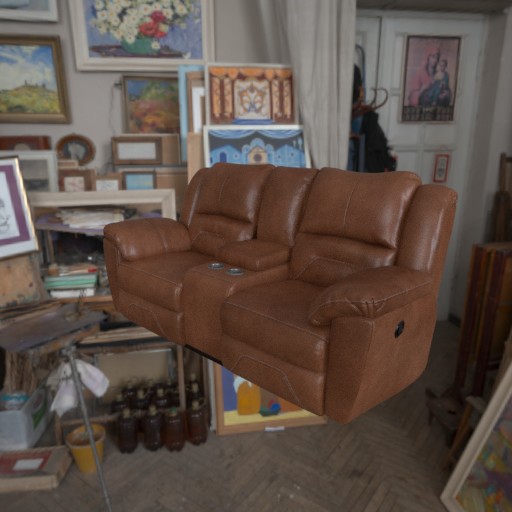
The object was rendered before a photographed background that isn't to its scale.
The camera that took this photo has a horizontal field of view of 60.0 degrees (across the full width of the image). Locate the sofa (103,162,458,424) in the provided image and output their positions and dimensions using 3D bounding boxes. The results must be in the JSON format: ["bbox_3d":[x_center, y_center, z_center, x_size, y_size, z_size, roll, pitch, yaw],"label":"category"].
[{"bbox_3d":[0.000,0.000,2.667,2.058,1.043,0.991,14,21,41],"label":"sofa"}]
